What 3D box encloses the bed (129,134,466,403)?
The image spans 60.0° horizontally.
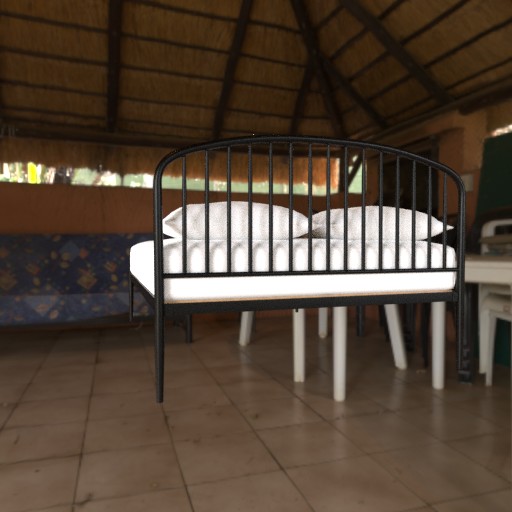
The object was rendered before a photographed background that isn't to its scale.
[{"bbox_3d":[0.000,0.000,3.098,1.618,1.166,2.159,0,1,-19],"label":"bed"}]
